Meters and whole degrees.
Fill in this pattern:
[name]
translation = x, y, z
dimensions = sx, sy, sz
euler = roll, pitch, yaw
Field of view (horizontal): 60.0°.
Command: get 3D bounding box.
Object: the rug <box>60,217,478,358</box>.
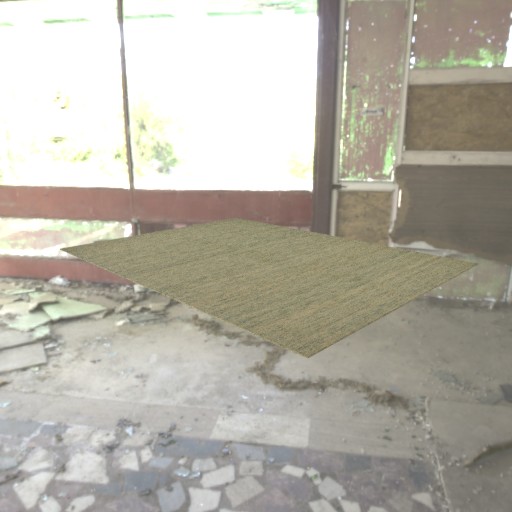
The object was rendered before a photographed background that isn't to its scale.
[rug]
translation = 0.000, 0.000, 4.235
dimensions = 3.201, 0.014, 2.437
euler = 15, 21, 43
